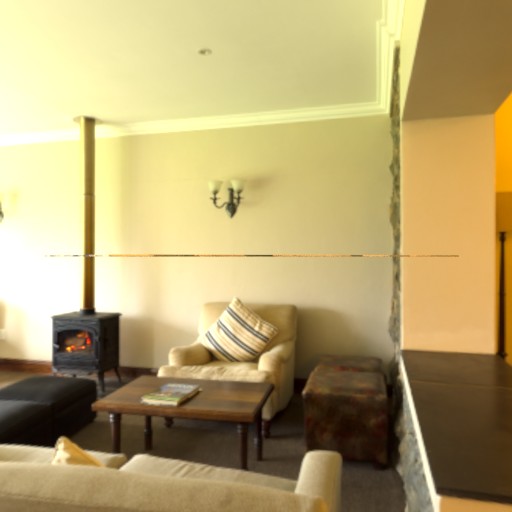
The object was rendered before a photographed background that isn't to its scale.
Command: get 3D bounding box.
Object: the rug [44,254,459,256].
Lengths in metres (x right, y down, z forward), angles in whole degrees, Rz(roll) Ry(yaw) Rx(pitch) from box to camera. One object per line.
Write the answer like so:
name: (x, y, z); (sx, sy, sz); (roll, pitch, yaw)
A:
rug: (0.000, 0.000, 3.041); (2.423, 0.008, 1.513); (0, 0, -34)
